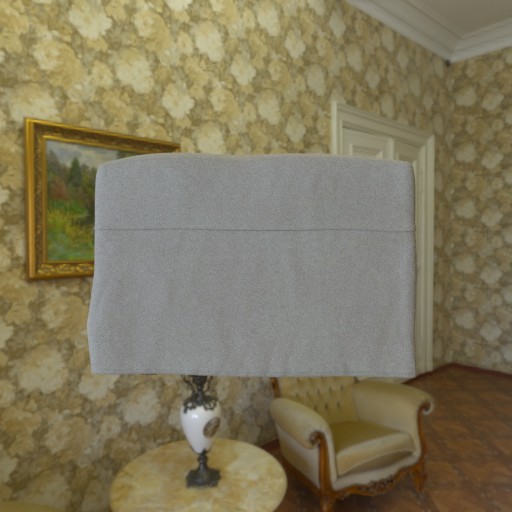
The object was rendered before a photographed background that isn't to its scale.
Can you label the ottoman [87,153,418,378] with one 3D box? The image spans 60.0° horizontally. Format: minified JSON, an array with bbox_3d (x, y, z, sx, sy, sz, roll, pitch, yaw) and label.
[{"bbox_3d":[0.000,0.000,1.190,0.590,0.444,0.872,0,1,1],"label":"ottoman"}]
